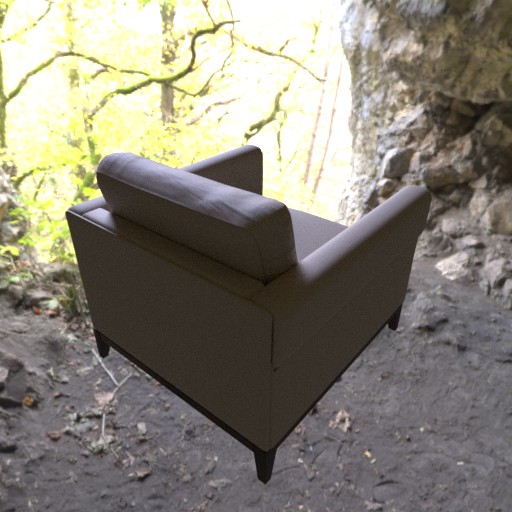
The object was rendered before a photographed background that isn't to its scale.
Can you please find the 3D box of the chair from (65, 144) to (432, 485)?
[{"bbox_3d":[0.000,0.000,1.674,0.914,0.838,0.959,23,38,33],"label":"chair"}]
